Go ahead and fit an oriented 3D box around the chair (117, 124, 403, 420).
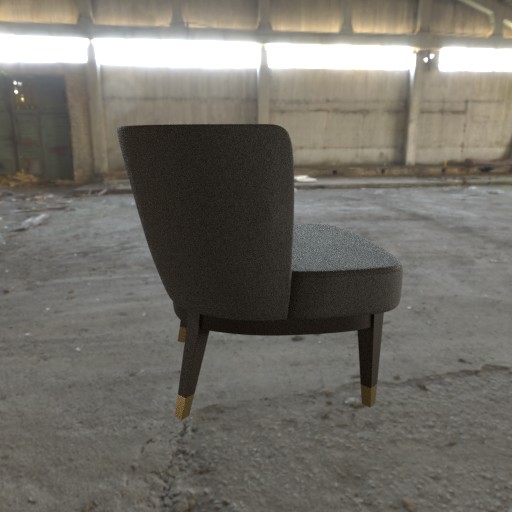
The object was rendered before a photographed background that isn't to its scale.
[{"bbox_3d":[0.000,0.000,1.255,0.698,0.695,0.639,-2,15,-9],"label":"chair"}]
